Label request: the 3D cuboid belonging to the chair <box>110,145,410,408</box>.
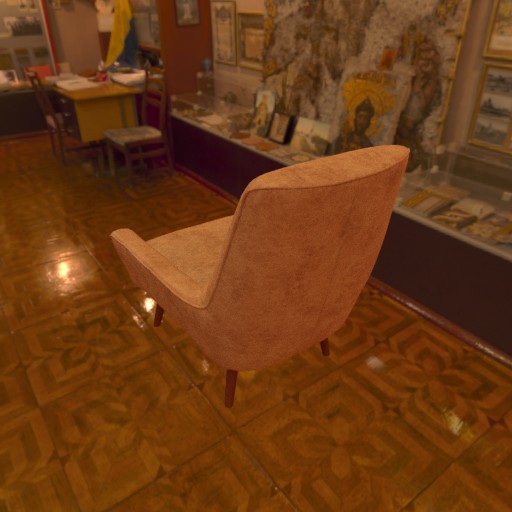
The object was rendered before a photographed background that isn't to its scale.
[{"bbox_3d":[0.000,0.000,1.522,0.753,0.883,0.851,-19,36,-29],"label":"chair"}]
